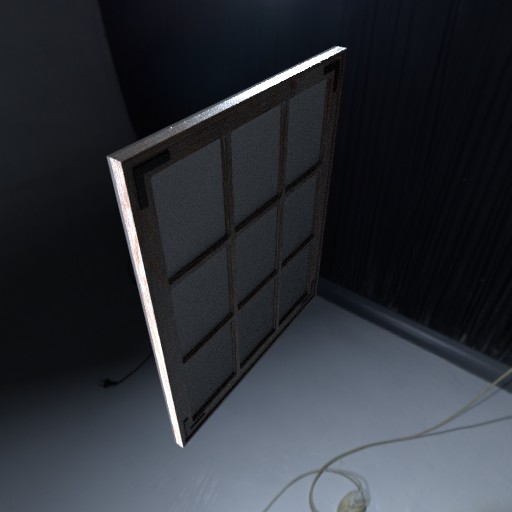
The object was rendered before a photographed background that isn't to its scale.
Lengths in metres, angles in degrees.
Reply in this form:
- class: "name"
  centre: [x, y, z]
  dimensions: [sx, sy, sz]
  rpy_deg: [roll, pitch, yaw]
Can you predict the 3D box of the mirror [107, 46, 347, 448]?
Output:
- class: "mirror"
  centre: [0.000, 0.000, 1.178]
  dimensions: [0.032, 0.882, 0.730]
  rpy_deg: [25, 46, 27]
